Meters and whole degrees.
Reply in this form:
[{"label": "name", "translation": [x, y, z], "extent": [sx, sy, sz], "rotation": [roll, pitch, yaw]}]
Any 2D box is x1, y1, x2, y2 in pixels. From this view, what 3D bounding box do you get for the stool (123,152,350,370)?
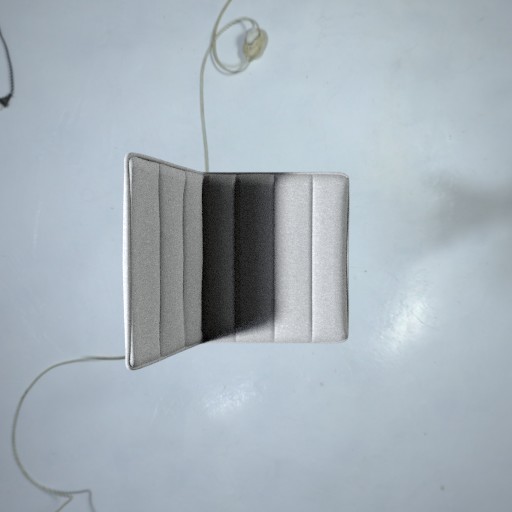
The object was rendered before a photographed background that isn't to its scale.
[{"label": "stool", "translation": [0.000, 0.000, 1.244], "extent": [0.490, 0.960, 0.490], "rotation": [0, 91, 0]}]
